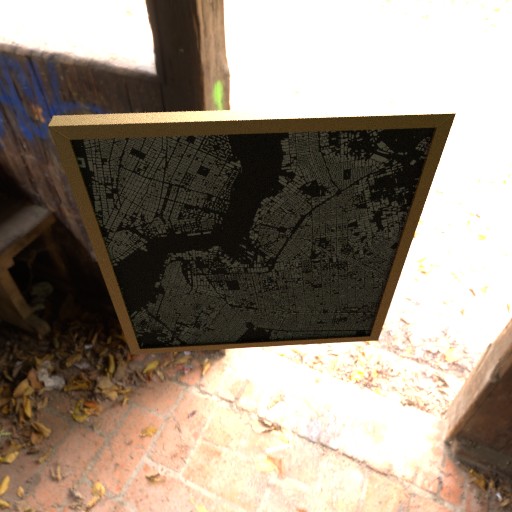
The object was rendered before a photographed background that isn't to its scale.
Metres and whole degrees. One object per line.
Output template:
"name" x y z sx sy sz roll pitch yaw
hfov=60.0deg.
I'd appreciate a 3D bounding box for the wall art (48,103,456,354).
"wall art" 0.000 0.000 2.806 1.926 1.926 0.099 -3 45 -3
